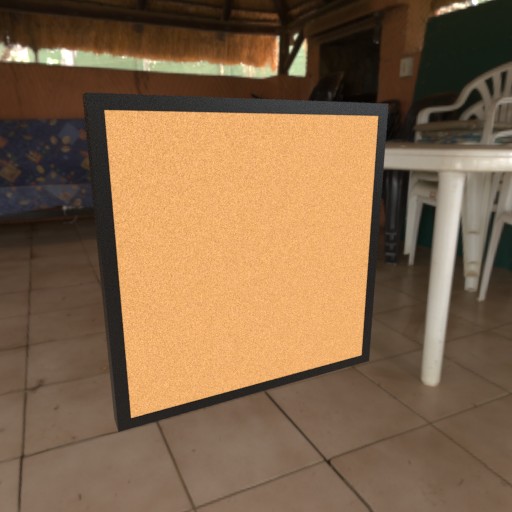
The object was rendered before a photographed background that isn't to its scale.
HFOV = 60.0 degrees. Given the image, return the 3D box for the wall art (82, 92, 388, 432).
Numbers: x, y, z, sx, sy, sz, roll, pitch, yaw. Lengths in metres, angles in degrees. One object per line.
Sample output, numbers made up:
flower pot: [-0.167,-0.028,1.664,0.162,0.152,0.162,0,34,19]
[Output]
wall art: [0.000,0.000,0.759,0.506,0.506,0.038,-8,17,-26]
